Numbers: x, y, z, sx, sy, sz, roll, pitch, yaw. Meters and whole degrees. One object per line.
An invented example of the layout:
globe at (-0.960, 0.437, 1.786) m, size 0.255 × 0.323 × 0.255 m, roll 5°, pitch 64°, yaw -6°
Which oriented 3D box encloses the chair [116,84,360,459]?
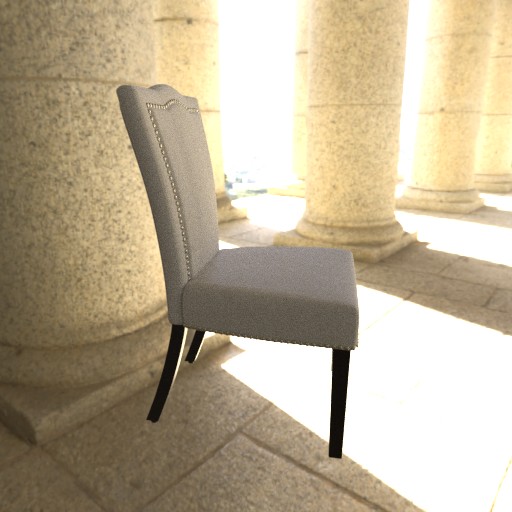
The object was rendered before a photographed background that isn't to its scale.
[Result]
chair at (0.000, 0.000, 1.295) m, size 0.589 × 0.946 × 0.518 m, roll 3°, pitch 17°, yaw 10°
